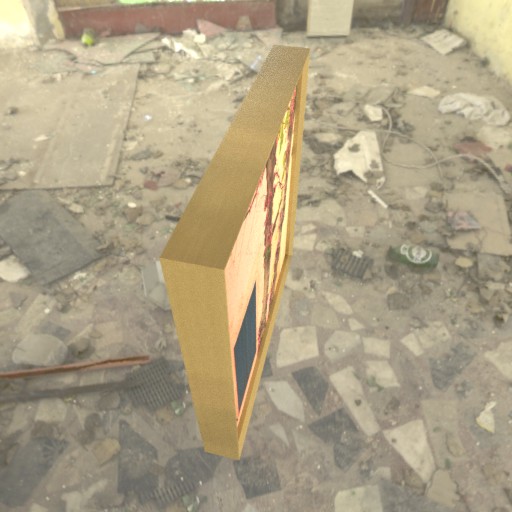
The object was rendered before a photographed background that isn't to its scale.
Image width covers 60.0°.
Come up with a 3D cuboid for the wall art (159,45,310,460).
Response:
[{"bbox_3d":[0.000,0.000,0.459,0.038,0.305,0.304,10,48,9],"label":"wall art"}]
